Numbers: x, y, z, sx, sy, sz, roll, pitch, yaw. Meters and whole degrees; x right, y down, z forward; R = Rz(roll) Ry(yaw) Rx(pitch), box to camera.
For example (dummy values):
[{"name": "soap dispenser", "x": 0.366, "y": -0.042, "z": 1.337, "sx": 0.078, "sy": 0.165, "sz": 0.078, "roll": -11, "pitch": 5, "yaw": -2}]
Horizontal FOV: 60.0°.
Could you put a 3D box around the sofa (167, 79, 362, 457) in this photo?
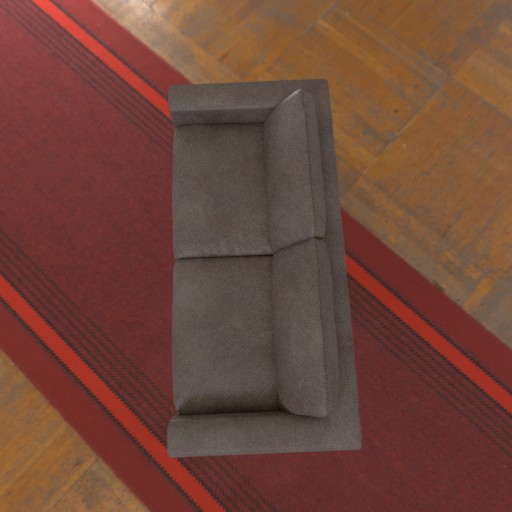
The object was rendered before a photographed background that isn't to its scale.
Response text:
[{"name": "sofa", "x": 0.000, "y": 0.000, "z": 2.772, "sx": 1.070, "sy": 0.801, "sz": 2.262, "roll": -2, "pitch": 76, "yaw": -1}]
